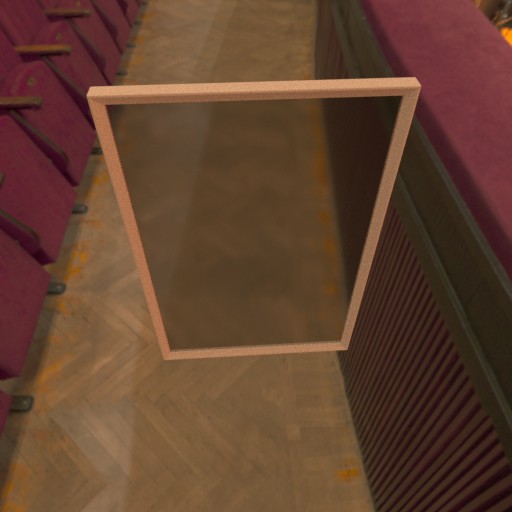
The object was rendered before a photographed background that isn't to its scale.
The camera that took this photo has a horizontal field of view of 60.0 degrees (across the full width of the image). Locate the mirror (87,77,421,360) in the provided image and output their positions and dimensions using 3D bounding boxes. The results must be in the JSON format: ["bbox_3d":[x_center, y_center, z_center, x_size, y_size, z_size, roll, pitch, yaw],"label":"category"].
[{"bbox_3d":[0.000,0.000,1.150,0.609,0.915,0.041,-3,47,-3],"label":"mirror"}]
